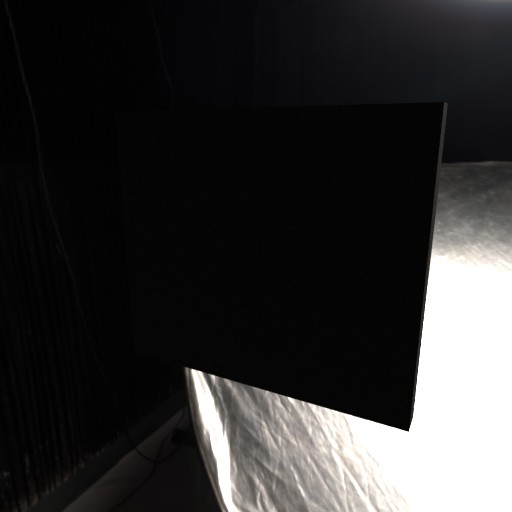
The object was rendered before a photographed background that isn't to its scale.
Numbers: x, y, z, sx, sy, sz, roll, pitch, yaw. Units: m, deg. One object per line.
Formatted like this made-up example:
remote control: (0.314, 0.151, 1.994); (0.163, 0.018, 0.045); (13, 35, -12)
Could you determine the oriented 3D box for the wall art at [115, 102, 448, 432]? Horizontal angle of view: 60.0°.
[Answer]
wall art: (0.000, 0.000, 0.522); (0.381, 0.330, 0.031); (8, 17, 27)
